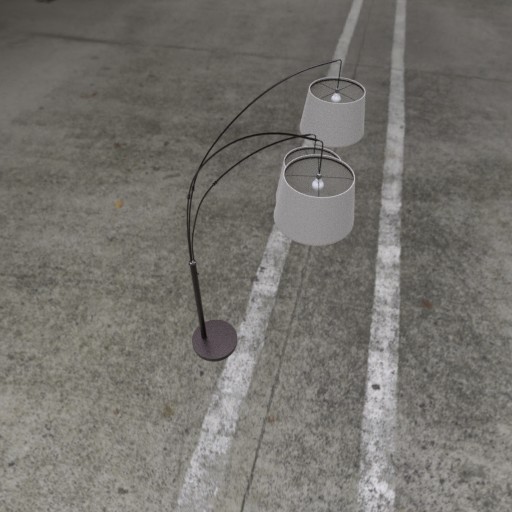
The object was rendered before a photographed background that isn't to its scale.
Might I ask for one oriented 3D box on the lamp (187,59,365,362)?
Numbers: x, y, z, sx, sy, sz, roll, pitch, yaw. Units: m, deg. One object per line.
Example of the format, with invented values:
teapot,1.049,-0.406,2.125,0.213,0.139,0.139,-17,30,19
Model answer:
lamp,0.000,0.000,2.440,0.924,1.950,0.951,10,48,9
